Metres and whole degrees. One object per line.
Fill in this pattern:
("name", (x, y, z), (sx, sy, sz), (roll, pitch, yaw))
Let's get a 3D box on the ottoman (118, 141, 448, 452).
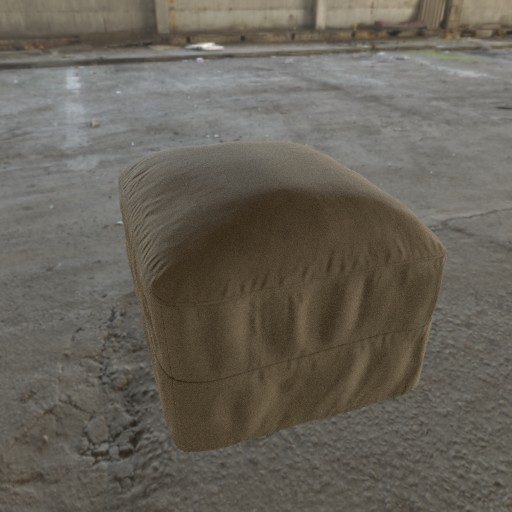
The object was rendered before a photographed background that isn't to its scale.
("ottoman", (0.000, 0.000, 1.081), (0.584, 0.480, 0.712), (-10, 31, -17))
